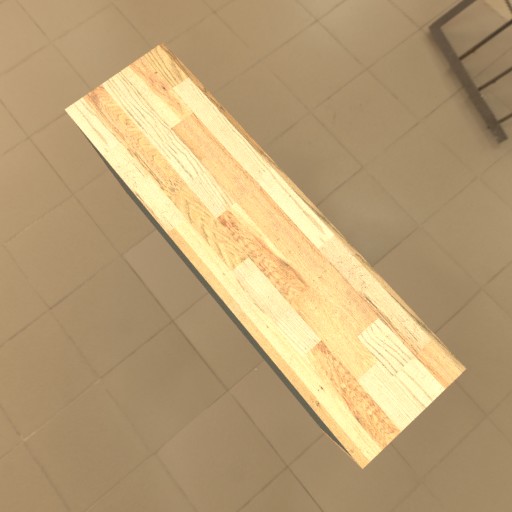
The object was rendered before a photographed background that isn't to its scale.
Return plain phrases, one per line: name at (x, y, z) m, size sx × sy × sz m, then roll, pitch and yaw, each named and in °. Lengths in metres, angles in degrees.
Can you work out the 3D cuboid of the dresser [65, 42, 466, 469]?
dresser at (0.000, 0.000, 1.883) m, size 0.487 × 0.834 × 1.547 m, roll -39°, pitch 79°, yaw -9°
